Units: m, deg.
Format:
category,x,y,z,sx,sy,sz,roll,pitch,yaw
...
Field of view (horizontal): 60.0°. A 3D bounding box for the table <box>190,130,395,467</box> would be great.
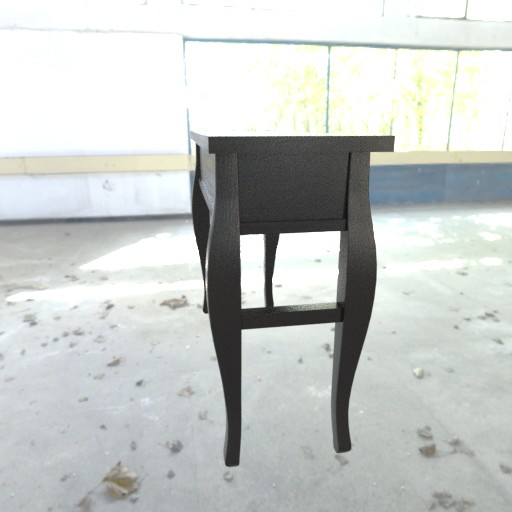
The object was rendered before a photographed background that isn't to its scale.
category,x,y,z,sx,sy,sz,roll,pitch,yaw
table,0.000,0.000,1.425,0.373,0.768,1.062,-3,17,-9
